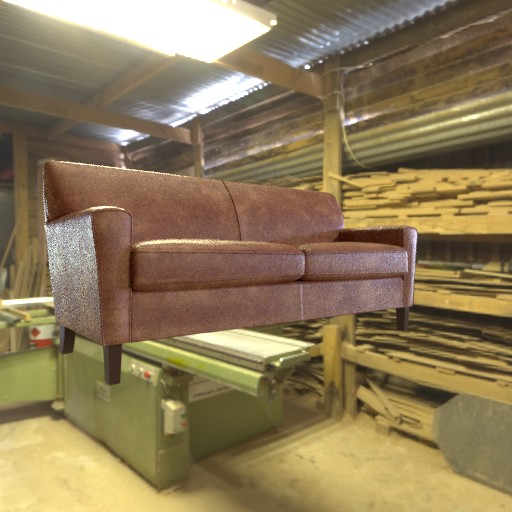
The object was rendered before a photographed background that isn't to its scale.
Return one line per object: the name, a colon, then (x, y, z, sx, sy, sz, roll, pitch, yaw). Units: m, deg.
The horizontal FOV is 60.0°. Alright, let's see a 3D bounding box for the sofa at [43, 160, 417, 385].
sofa: (0.000, 0.000, 2.491, 2.053, 0.947, 0.805, 0, 1, -38)
